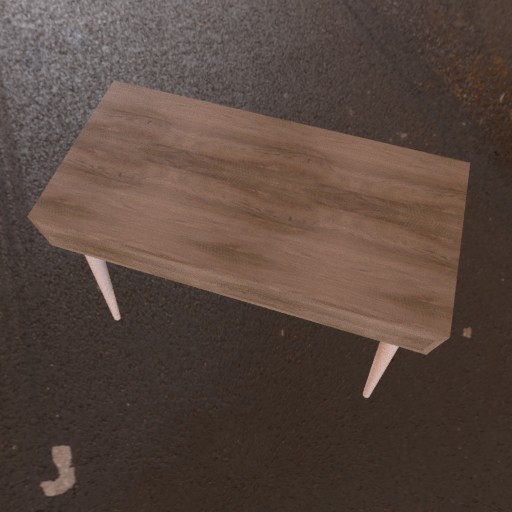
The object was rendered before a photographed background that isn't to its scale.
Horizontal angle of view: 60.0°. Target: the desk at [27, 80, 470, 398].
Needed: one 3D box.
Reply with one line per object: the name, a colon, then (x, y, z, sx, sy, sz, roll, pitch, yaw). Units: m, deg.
desk: (0.000, 0.000, 1.398, 0.979, 0.723, 0.491, 15, 64, 8)
